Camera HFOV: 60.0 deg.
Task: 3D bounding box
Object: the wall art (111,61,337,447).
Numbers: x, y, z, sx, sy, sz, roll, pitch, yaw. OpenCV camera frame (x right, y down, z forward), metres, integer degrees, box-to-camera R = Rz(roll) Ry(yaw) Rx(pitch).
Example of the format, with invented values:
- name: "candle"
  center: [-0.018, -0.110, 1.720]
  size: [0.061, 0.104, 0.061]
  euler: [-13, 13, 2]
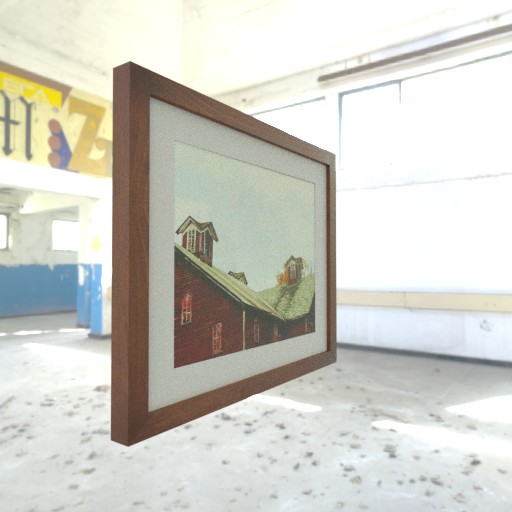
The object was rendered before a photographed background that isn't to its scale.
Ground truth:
- name: "wall art"
  center: [0.000, 0.000, 0.760]
  size: [0.033, 0.457, 0.558]
  euler: [-1, -1, 36]
